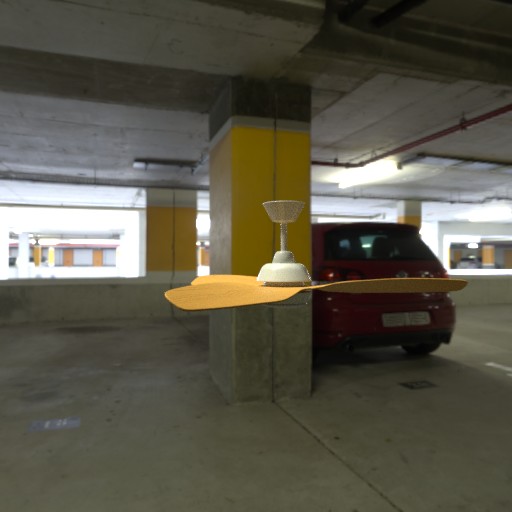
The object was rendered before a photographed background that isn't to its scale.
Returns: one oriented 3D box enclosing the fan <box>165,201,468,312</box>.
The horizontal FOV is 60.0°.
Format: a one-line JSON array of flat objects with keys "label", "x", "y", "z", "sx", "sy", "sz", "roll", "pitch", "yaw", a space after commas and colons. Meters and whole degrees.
[{"label": "fan", "x": 0.000, "y": 0.000, "z": 1.635, "sx": 1.142, "sy": 0.355, "sz": 1.010, "roll": 1, "pitch": -1, "yaw": -37}]
